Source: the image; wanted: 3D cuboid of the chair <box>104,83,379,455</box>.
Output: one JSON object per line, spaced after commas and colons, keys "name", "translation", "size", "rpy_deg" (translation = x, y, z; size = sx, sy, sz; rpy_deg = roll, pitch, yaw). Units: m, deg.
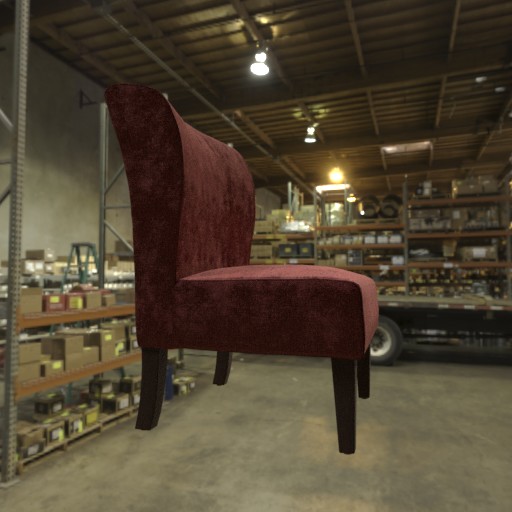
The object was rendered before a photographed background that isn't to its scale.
{"name": "chair", "translation": [0.000, 0.000, 1.226], "size": [0.640, 0.846, 0.538], "rpy_deg": [-1, -3, 19]}
